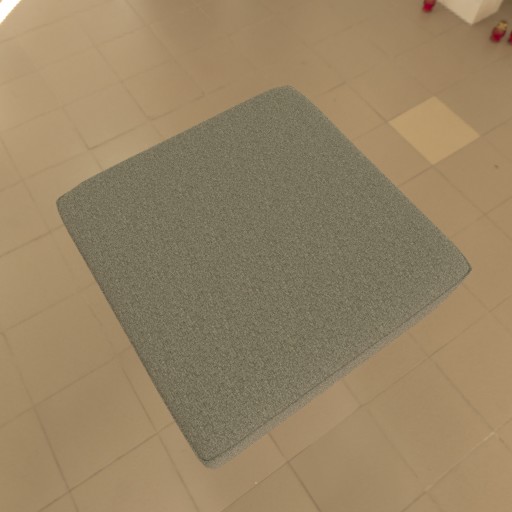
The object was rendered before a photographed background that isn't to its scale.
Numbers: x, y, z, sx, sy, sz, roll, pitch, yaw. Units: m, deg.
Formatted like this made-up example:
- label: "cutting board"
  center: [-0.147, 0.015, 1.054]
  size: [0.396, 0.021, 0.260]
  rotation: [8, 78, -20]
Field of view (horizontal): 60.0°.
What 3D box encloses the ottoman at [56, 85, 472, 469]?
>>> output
- label: "ottoman"
  center: [0.000, 0.000, 1.595]
  size: [1.015, 0.464, 1.005]
  rotation: [-31, 67, -15]
